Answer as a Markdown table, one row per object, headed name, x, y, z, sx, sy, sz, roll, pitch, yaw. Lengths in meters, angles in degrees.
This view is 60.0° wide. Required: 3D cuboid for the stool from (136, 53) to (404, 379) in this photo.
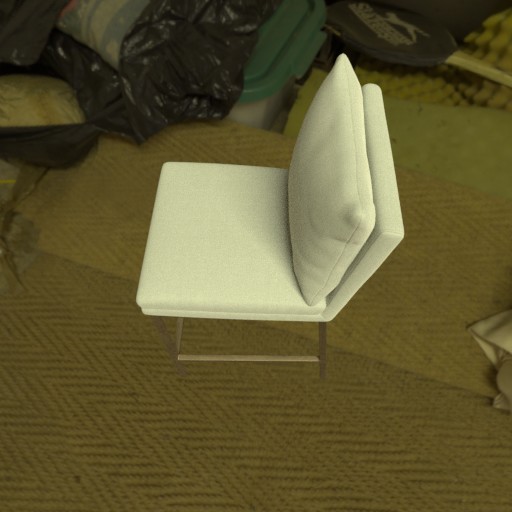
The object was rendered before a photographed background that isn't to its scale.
| name | x | y | z | sx | sy | sz | roll | pitch | yaw |
| --- | --- | --- | --- | --- | --- | --- | --- | --- | --- |
| stool | 0.000 | 0.000 | 1.307 | 0.572 | 1.032 | 0.463 | 2 | 59 | 1 |
